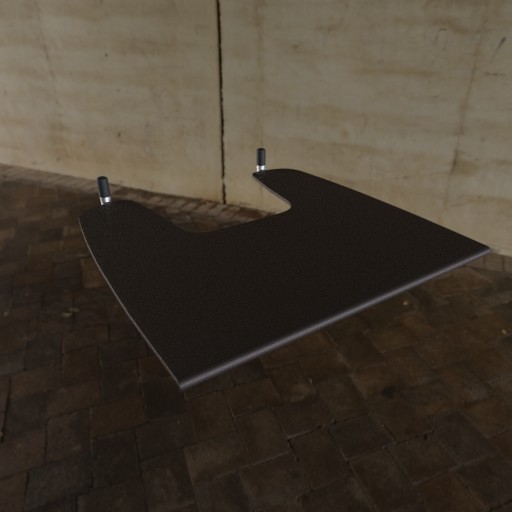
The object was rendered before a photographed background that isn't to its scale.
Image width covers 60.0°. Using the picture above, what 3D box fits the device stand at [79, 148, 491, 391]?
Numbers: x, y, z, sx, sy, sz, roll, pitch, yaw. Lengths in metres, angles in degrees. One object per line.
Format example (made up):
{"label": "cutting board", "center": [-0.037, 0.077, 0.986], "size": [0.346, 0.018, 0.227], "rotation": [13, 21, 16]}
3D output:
{"label": "device stand", "center": [0.000, 0.000, 0.339], "size": [0.230, 0.092, 0.230], "rotation": [-18, 34, -28]}
